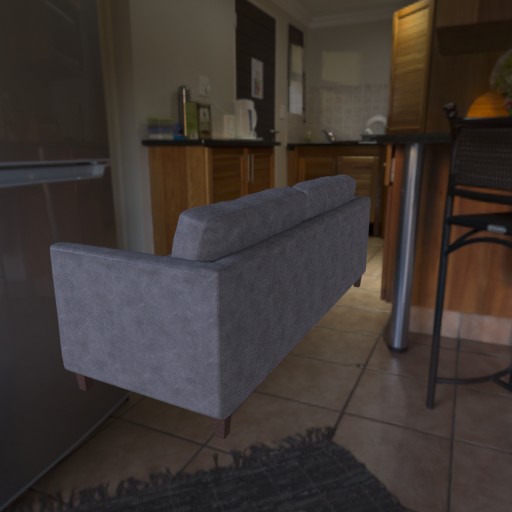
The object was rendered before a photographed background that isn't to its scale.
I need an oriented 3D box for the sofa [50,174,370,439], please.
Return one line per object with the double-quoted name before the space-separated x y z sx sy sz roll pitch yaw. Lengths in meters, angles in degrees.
"sofa" 0.000 0.000 2.925 0.951 0.965 2.434 7 17 26
